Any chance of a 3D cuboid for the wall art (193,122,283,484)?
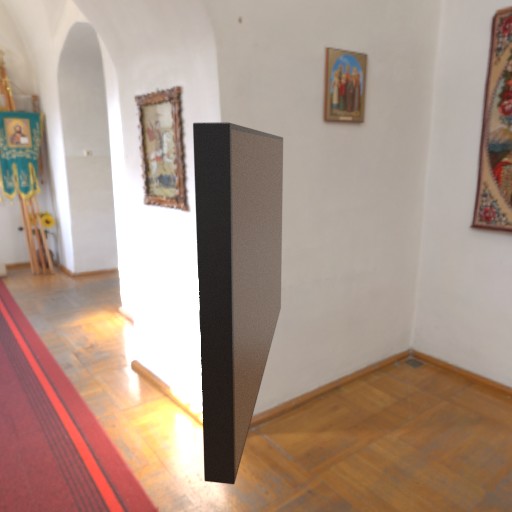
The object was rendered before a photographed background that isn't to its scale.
[{"bbox_3d":[0.000,0.000,1.196,0.058,0.640,0.939,2,14,8],"label":"wall art"}]
